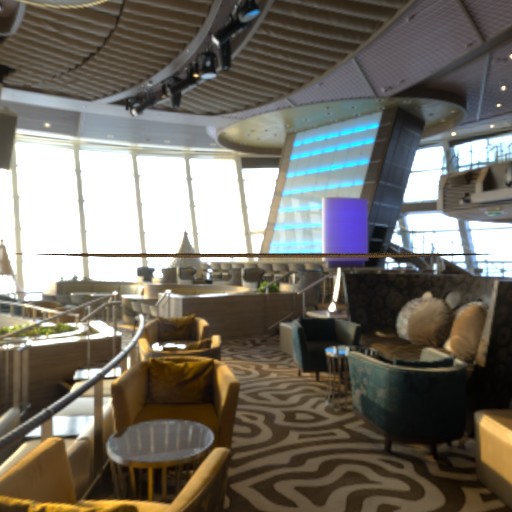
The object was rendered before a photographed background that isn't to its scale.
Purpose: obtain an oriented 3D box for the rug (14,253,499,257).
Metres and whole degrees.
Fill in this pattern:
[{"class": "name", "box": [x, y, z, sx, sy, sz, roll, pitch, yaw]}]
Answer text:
[{"class": "rug", "box": [0.000, 0.000, 2.951, 2.435, 0.006, 1.521, 0, -1, -1]}]
